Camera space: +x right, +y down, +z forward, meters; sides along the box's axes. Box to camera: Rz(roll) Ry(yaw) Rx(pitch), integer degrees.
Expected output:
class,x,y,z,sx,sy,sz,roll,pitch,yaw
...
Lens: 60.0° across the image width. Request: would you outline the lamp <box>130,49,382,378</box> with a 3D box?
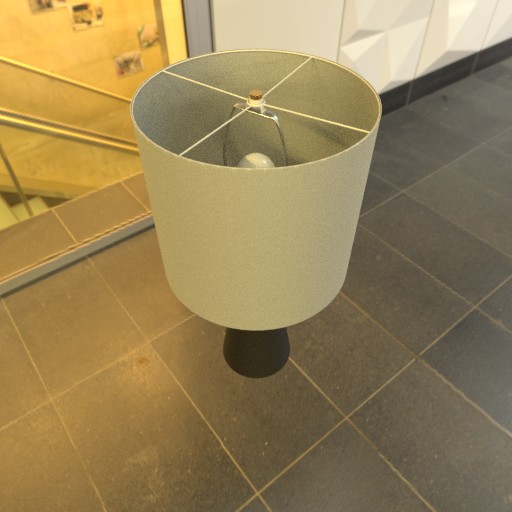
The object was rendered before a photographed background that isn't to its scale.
class,x,y,z,sx,sy,sz,roll,pitch,yaw
lamp,0.000,0.000,0.756,0.308,0.580,0.308,24,51,22
